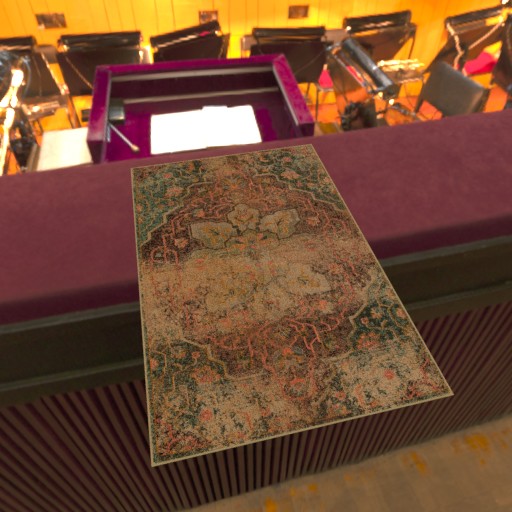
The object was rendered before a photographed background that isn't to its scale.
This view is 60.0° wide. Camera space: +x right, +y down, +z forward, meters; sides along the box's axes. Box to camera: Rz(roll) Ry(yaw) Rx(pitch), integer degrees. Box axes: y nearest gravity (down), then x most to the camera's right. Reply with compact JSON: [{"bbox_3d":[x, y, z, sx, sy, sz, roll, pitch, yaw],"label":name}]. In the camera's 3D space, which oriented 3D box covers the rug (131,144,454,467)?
[{"bbox_3d":[0.000,0.000,2.911,1.566,0.004,2.363,-9,48,-8],"label":"rug"}]
